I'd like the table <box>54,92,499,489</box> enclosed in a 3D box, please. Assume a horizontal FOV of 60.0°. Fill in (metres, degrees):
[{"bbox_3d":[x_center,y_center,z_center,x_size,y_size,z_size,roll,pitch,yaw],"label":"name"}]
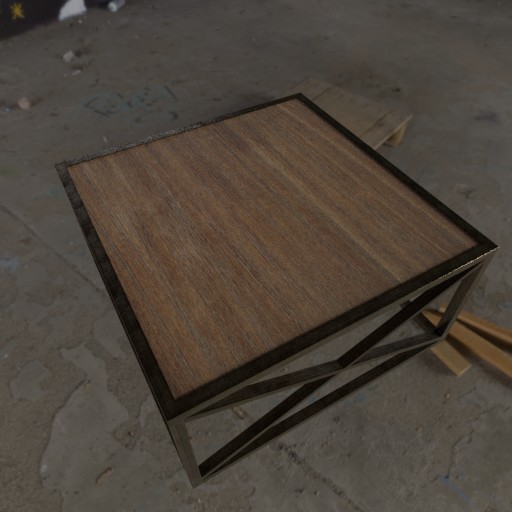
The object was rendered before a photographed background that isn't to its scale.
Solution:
[{"bbox_3d":[0.000,0.000,1.402,0.899,0.451,0.909,-23,52,-19],"label":"table"}]
